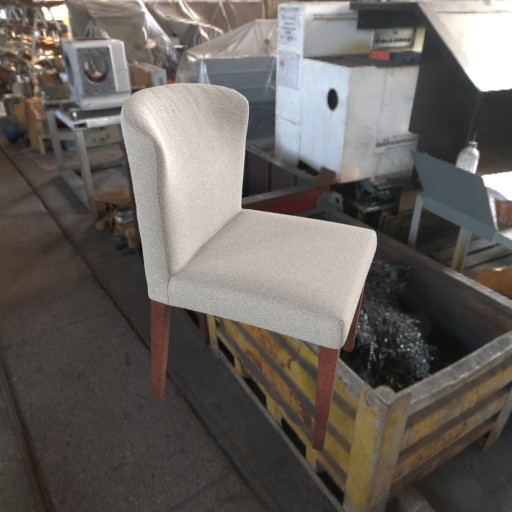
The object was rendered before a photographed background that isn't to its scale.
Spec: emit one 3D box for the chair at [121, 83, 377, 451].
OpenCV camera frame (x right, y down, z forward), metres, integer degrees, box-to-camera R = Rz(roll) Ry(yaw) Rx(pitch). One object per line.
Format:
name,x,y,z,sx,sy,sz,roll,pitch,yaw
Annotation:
chair,0.000,0.000,1.208,0.592,0.839,0.491,11,32,18
